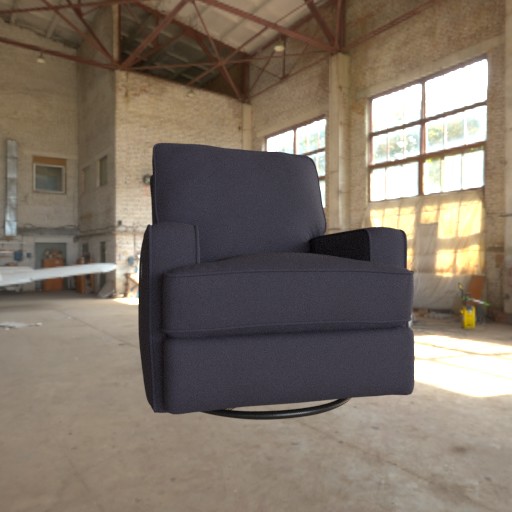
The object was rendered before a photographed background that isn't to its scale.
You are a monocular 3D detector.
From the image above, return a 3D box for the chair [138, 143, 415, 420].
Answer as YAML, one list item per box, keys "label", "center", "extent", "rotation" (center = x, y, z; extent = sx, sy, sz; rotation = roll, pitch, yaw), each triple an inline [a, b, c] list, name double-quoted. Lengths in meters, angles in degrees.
- label: "chair"
  center: [0.000, 0.000, 1.689]
  extent: [0.861, 0.962, 0.964]
  rotation: [0, 0, -16]
